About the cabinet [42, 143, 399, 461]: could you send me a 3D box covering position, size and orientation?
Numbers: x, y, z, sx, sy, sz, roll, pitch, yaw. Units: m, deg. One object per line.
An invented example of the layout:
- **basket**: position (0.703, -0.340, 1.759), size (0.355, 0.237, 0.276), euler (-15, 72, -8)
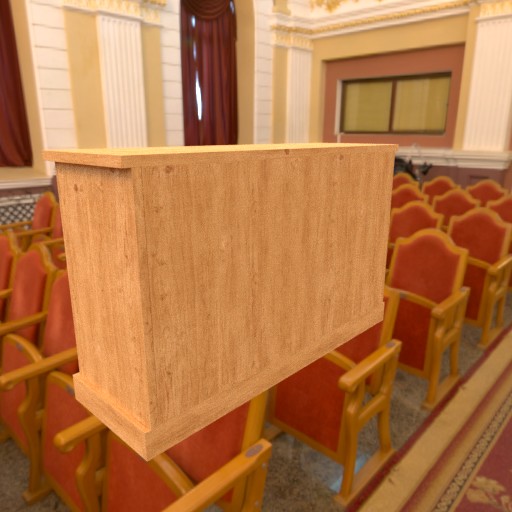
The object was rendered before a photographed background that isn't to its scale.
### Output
- **cabinet**: position (0.000, 0.000, 1.692), size (0.432, 0.810, 1.321), euler (14, 21, 42)
